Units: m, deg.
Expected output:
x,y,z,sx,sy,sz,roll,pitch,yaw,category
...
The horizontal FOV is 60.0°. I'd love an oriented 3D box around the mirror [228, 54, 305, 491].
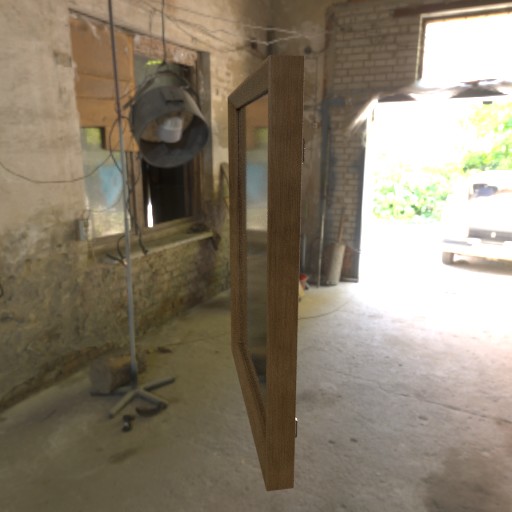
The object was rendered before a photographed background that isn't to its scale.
x,y,z,sx,sy,sz,roll,pitch,yaw,category
0.000,0.000,0.692,0.041,0.509,0.406,-2,14,-9,mirror
